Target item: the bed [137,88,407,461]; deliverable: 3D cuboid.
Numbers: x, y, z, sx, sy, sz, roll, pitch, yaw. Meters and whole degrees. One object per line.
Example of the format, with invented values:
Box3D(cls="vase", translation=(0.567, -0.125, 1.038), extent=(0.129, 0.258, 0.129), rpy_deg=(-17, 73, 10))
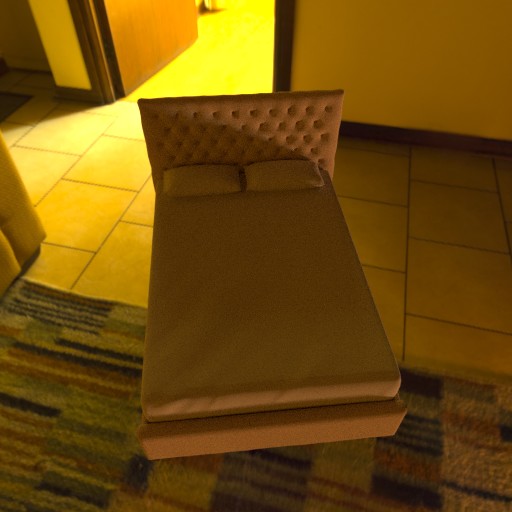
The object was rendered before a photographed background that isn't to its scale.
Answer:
Box3D(cls="bed", translation=(0.000, 0.000, 3.328), extent=(1.698, 1.427, 2.387), rpy_deg=(-4, 47, -4))
